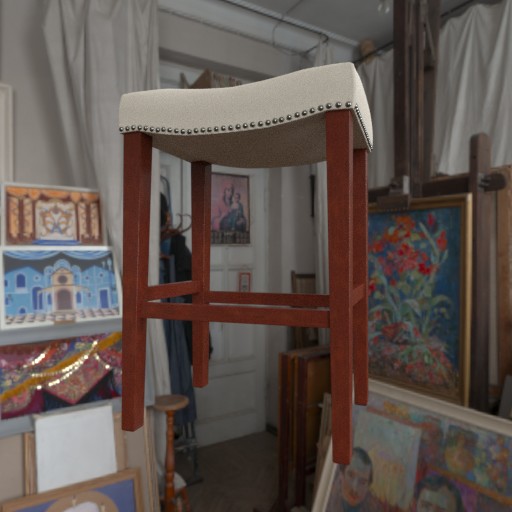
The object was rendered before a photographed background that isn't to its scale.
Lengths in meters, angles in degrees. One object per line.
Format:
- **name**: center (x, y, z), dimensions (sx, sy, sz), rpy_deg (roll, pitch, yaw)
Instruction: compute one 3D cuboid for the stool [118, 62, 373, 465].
- **stool**: center (0.000, 0.000, 1.033), dimensions (0.504, 0.742, 0.372), rpy_deg (0, 0, 19)
